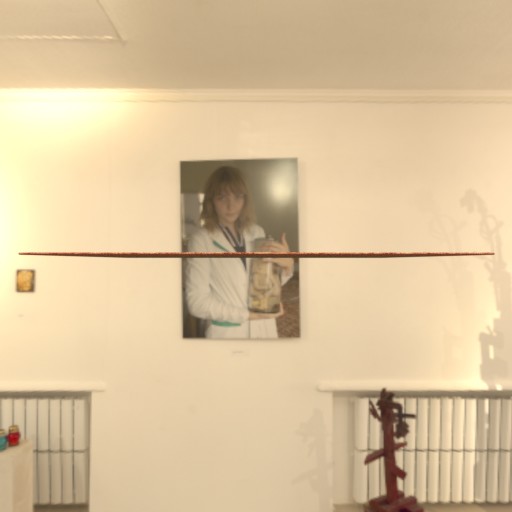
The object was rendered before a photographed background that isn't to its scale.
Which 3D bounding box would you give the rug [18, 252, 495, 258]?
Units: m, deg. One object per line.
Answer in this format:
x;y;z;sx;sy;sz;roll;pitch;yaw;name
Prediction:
0.000;0.000;4.046;3.050;0.016;2.441;0;-1;-1;rug
